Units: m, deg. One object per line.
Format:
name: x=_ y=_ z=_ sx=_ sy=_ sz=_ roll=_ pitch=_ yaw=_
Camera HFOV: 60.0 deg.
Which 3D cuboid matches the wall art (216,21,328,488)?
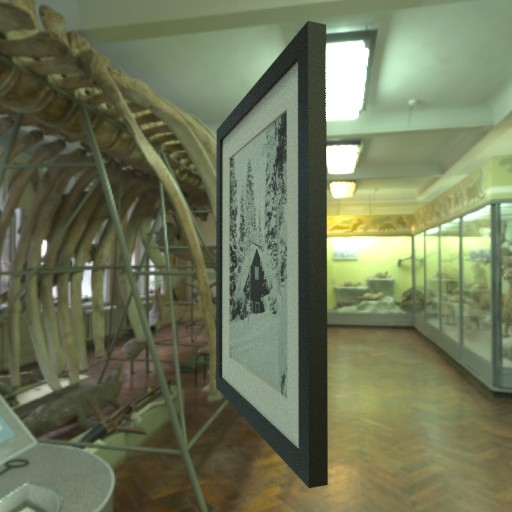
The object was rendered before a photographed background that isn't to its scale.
wall art: x=0.000 y=0.000 z=0.533 sx=0.018 sy=0.397 sz=0.325 roll=0 pitch=-1 yaw=-19
